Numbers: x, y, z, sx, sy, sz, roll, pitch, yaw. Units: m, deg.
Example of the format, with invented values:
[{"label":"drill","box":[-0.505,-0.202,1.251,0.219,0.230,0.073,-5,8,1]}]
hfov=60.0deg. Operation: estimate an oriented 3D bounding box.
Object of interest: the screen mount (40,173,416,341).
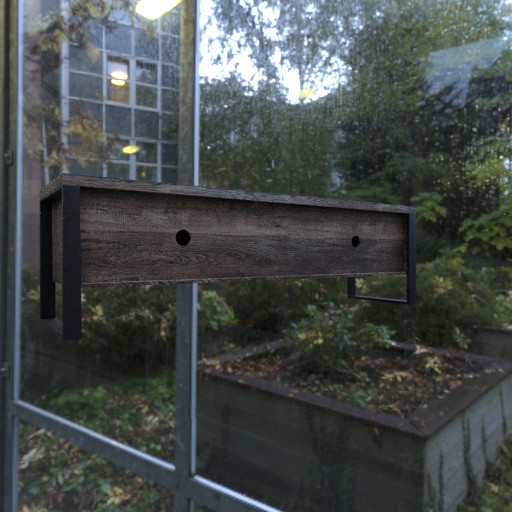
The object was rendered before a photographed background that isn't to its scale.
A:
[{"label":"screen mount","box":[0.000,0.000,1.781,1.524,0.450,0.395,0,0,-34]}]
